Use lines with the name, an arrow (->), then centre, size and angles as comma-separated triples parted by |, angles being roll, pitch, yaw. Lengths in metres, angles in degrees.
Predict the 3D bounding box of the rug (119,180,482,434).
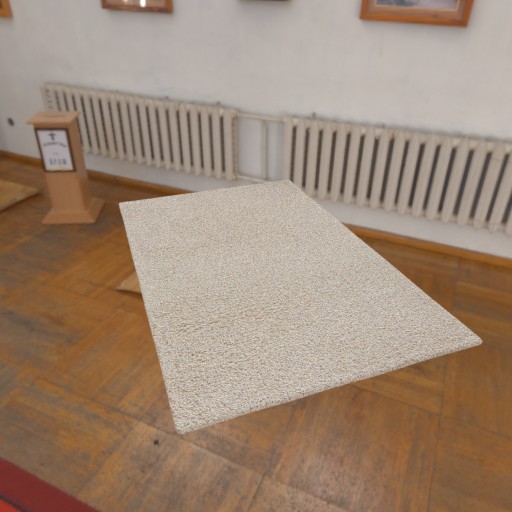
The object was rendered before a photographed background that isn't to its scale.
rug -> 0.000, 0.000, 3.386 | 1.778, 0.030, 2.743 | -11, 32, -17
